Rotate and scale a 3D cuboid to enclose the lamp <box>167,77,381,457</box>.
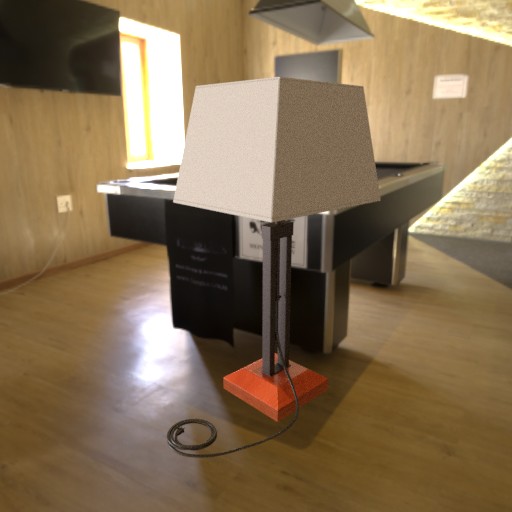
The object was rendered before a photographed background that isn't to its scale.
[{"bbox_3d":[0.000,0.000,0.987,0.498,0.737,0.310,-15,22,-41],"label":"lamp"}]
